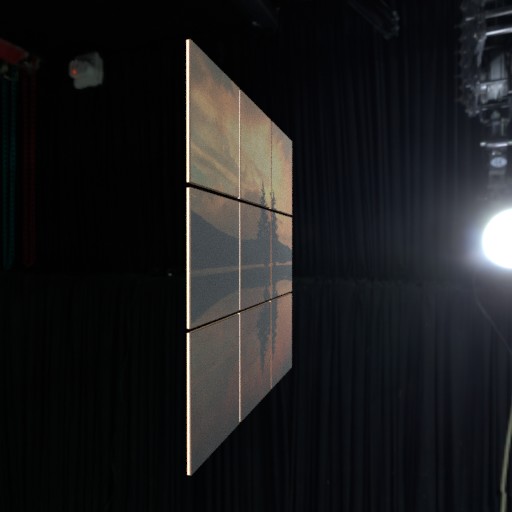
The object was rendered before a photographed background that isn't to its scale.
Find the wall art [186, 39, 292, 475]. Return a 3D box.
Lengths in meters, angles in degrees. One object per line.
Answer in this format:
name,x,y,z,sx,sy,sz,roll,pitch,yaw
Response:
wall art,0.000,0.000,1.816,0.013,1.218,1.216,0,1,18
